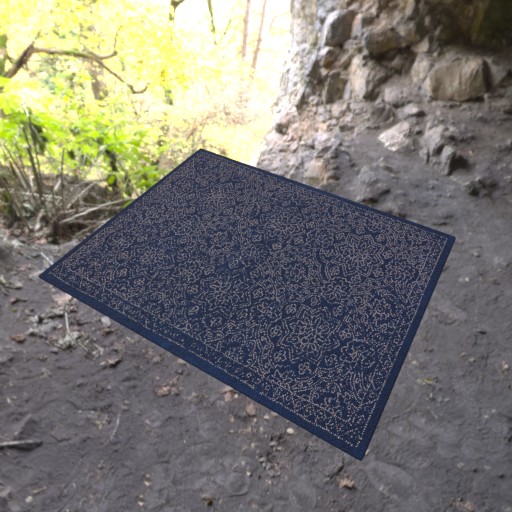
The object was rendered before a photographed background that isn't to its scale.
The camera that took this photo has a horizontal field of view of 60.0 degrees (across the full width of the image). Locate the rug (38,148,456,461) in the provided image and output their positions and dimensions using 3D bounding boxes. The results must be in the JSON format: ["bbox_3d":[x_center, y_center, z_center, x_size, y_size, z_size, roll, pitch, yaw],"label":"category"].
[{"bbox_3d":[0.000,0.000,4.100,3.048,0.010,2.438,23,50,21],"label":"rug"}]
